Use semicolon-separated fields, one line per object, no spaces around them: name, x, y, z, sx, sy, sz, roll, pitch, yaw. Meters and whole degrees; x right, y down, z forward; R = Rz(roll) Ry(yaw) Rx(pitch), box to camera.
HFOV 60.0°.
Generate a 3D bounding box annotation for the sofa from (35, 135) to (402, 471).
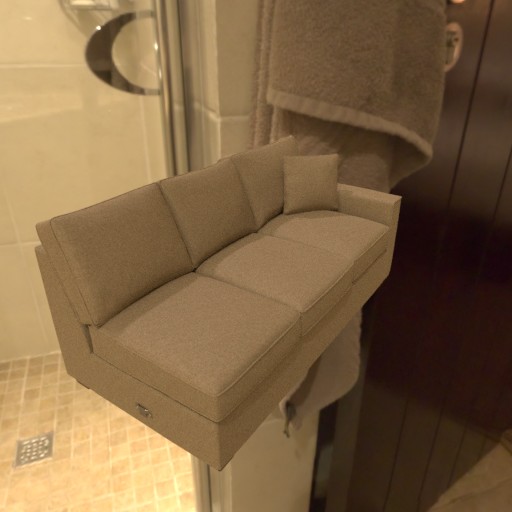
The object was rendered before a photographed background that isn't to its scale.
sofa;0.000;0.000;2.499;1.034;0.946;1.963;17;32;30
